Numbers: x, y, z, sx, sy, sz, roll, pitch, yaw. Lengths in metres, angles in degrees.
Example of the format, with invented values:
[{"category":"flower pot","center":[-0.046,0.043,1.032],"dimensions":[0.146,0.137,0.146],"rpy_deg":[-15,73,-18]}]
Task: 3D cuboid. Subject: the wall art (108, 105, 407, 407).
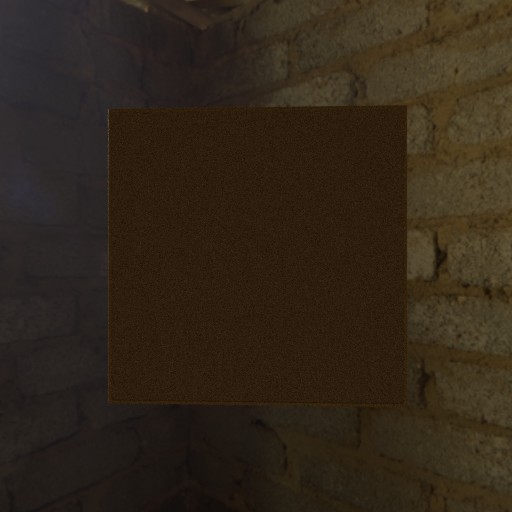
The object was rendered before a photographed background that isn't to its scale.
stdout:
[{"category":"wall art","center":[0.000,0.000,0.981],"dimensions":[0.657,0.655,0.014],"rpy_deg":[0,0,2]}]
